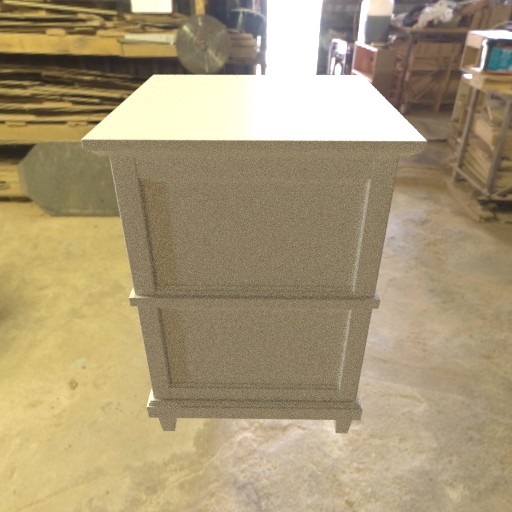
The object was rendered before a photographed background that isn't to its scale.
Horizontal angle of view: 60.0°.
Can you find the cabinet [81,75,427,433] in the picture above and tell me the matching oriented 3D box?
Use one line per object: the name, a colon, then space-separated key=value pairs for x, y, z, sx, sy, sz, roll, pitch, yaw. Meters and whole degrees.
cabinet: x=0.000 y=0.000 z=1.134 sx=0.547 sy=0.775 sz=0.544 roll=0 pitch=32 yaw=1
